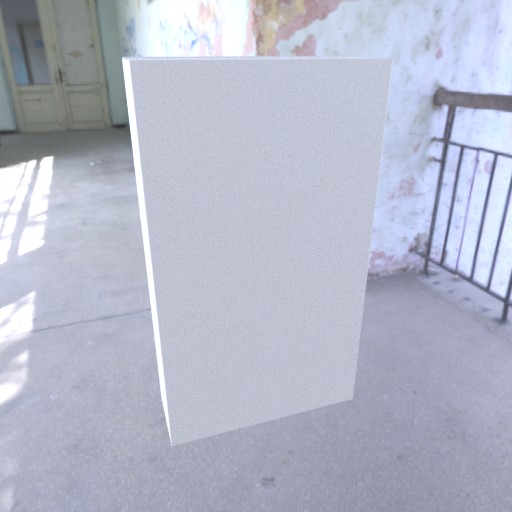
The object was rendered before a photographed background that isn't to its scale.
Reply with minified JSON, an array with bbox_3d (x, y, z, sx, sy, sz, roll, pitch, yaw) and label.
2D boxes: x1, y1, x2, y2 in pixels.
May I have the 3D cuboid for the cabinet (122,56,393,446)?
[{"bbox_3d":[0.000,0.000,2.636,1.250,2.160,0.480,-8,26,-17],"label":"cabinet"}]
